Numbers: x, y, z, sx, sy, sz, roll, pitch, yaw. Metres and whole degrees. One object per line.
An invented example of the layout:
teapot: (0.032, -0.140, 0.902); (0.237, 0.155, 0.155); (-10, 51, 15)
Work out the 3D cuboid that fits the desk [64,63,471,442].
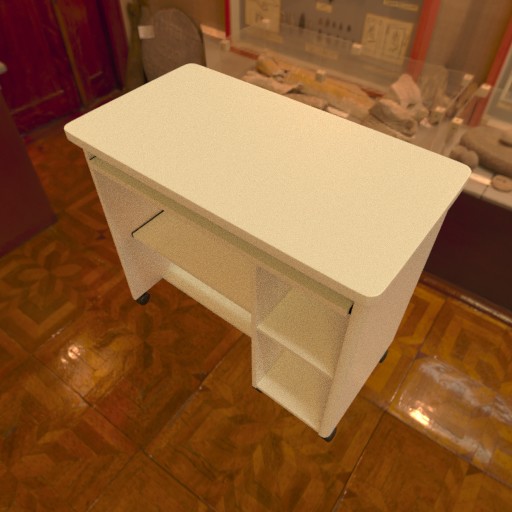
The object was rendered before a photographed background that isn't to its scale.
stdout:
desk: (0.000, 0.000, 1.325); (0.877, 0.763, 0.475); (30, 54, 25)
